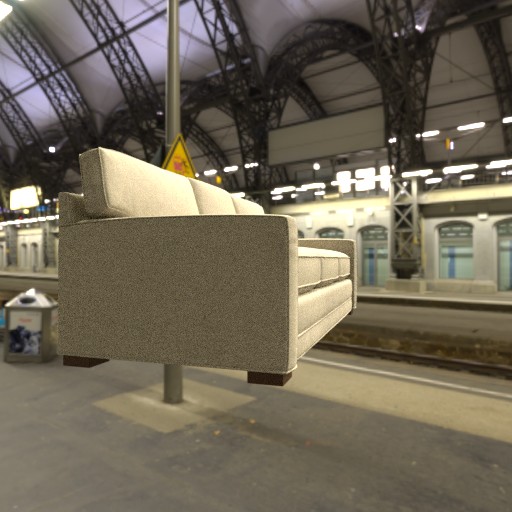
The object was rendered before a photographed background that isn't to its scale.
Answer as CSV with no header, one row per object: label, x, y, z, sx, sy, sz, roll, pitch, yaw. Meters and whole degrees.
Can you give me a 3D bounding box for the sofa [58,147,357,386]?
sofa,0.000,0.000,2.551,0.936,0.862,2.093,0,0,19
